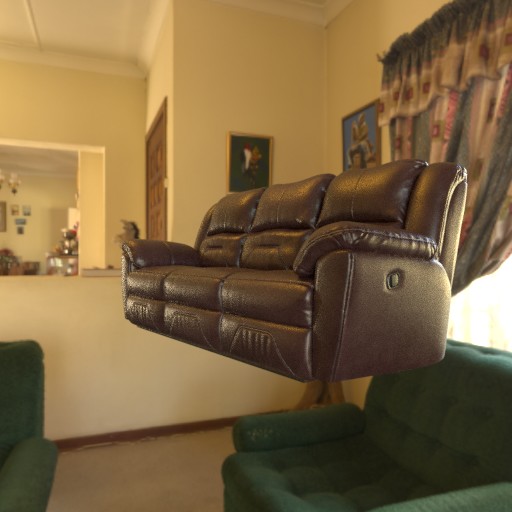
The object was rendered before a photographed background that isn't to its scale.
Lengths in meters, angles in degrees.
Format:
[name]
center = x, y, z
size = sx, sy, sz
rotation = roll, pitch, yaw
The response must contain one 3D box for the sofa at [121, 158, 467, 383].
[sofa]
center = 0.000, 0.000, 2.779
size = 0.991, 1.043, 2.337
rotation = 0, 0, -37
